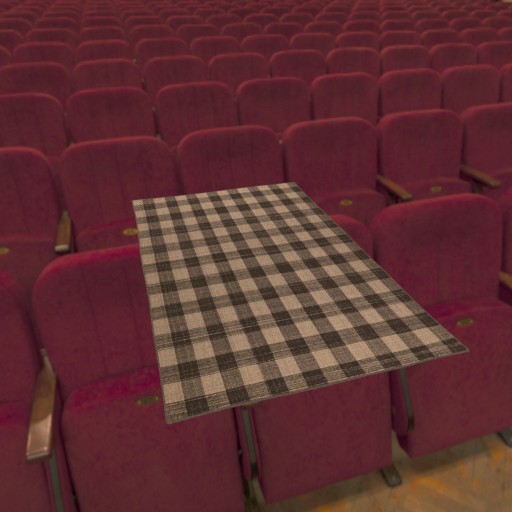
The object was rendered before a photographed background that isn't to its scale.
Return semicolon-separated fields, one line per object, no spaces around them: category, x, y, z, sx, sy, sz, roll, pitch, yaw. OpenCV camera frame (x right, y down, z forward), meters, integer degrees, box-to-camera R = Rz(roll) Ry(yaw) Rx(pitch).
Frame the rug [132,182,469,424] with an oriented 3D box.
rug;0.000;0.000;3.104;1.554;0.011;2.476;-9;32;-15
